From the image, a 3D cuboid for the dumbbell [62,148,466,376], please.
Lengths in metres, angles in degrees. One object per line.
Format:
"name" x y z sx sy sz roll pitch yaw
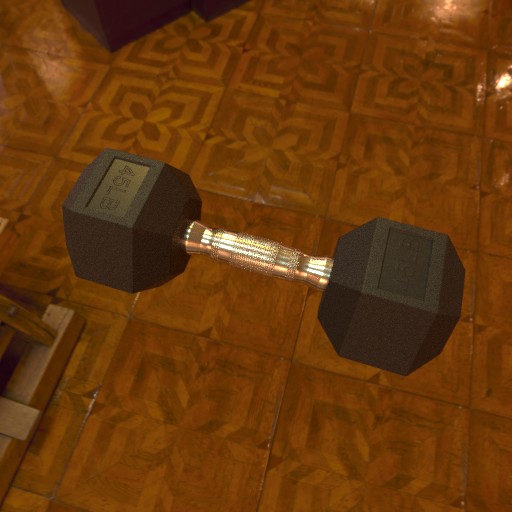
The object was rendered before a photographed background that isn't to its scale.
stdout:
"dumbbell" 0.000 0.000 0.421 0.356 0.123 0.141 16 64 8
